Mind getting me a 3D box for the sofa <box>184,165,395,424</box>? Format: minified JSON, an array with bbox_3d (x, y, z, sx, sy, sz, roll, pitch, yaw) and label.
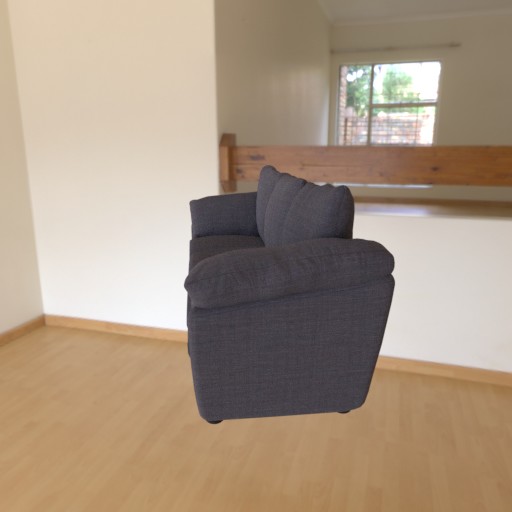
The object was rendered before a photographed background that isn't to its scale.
[{"bbox_3d":[0.000,0.000,2.894,0.883,1.080,2.336,-2,14,-7],"label":"sofa"}]
